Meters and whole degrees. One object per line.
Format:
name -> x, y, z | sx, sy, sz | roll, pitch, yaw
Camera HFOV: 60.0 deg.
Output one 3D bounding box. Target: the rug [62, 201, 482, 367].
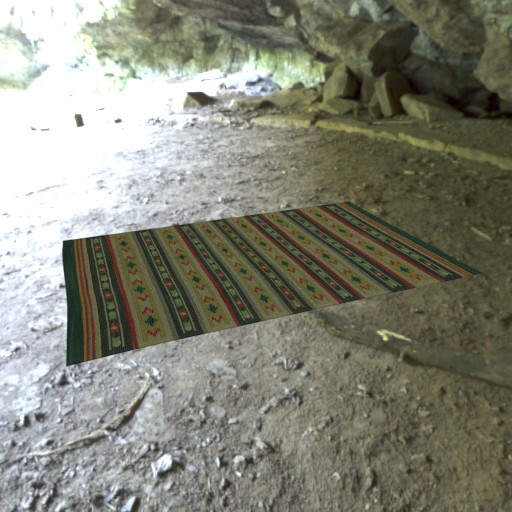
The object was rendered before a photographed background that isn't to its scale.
rug -> 0.000, 0.000, 3.013 | 2.447, 0.011, 1.520 | -10, 27, -20
